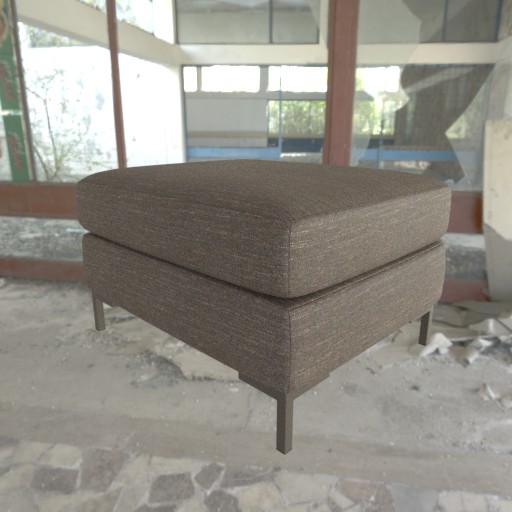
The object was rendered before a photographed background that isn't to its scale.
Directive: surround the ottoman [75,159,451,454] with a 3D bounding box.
[{"bbox_3d":[0.000,0.000,1.229,0.820,0.490,0.671,16,23,42],"label":"ottoman"}]
